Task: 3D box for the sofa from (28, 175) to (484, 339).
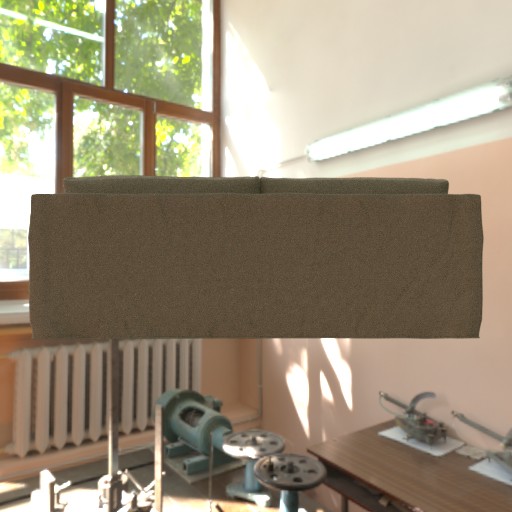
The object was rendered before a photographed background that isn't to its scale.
[{"bbox_3d":[0.000,0.000,2.657,2.296,0.847,0.956,0,-1,-1],"label":"sofa"}]
